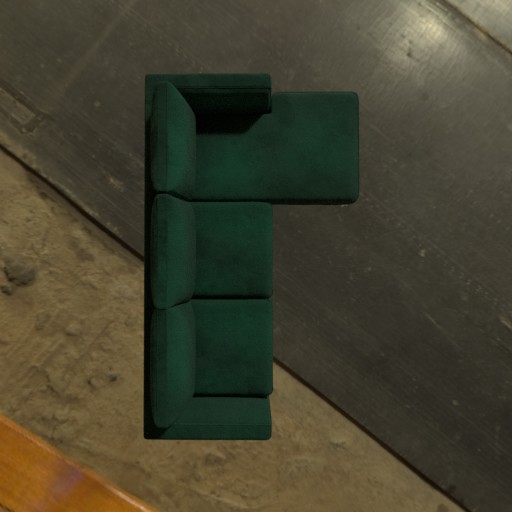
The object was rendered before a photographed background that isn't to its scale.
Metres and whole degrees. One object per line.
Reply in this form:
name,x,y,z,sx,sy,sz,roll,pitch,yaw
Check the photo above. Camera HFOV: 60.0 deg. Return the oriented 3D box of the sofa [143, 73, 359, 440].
sofa,0.000,0.000,3.175,1.489,1.007,2.441,0,89,0
